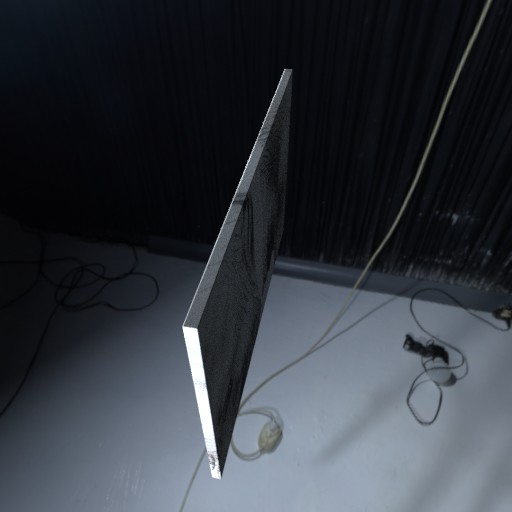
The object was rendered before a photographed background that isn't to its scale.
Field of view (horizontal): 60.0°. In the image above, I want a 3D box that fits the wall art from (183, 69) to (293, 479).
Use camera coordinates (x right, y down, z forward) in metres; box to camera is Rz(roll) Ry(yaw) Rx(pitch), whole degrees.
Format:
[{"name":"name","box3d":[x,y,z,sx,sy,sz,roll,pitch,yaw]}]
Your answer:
[{"name":"wall art","box3d":[0.000,0.000,1.159,0.023,0.607,0.914,8,46,8]}]
